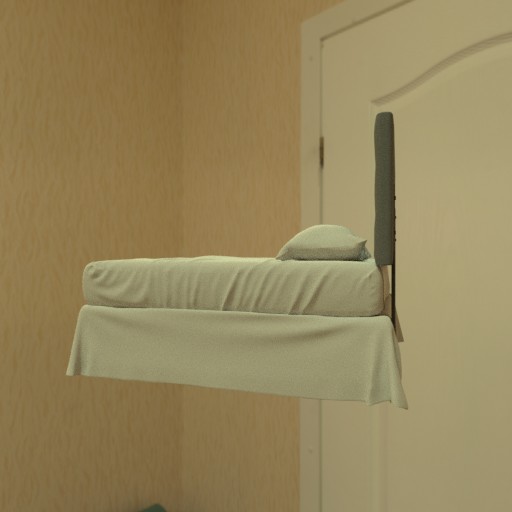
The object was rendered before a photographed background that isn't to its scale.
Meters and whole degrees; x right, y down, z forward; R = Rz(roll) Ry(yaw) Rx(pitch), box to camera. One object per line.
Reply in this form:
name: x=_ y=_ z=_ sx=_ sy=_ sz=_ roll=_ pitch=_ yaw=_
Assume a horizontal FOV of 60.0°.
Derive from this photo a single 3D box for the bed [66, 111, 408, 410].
bed: x=0.000 y=0.000 z=3.455 sx=2.222 sy=1.577 sz=1.936 roll=0 pitch=0 yaw=18
